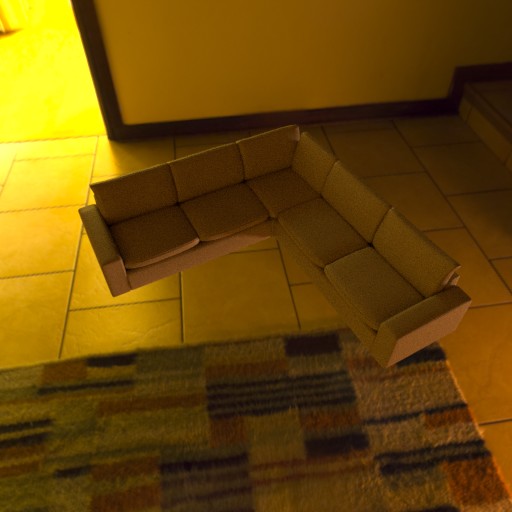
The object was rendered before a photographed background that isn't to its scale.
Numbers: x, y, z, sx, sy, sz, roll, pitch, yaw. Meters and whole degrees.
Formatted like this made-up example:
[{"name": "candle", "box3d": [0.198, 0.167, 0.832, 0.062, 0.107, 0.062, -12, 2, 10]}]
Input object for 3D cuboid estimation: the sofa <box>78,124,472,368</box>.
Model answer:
[{"name": "sofa", "box3d": [0.000, 0.000, 4.142, 2.622, 0.800, 2.742, -22, 50, -19]}]
